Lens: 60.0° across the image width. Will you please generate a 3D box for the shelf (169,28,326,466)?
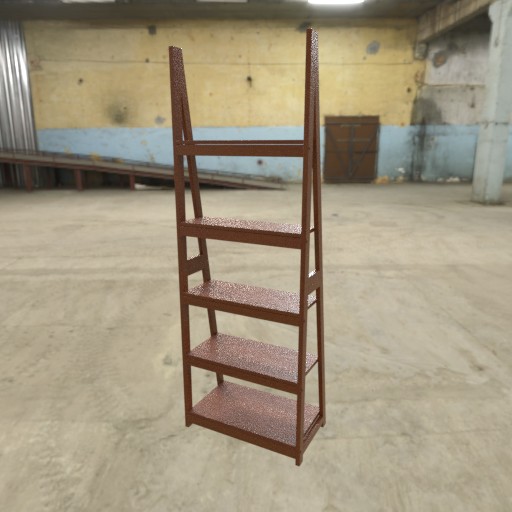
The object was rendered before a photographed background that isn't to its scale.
[{"bbox_3d":[0.000,0.000,2.047,0.630,1.780,0.356,7,16,27],"label":"shelf"}]
